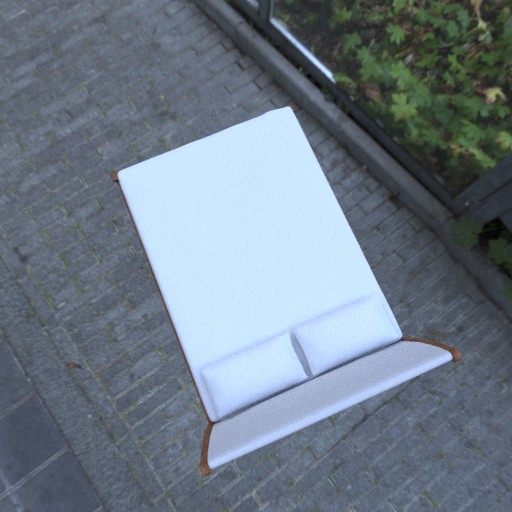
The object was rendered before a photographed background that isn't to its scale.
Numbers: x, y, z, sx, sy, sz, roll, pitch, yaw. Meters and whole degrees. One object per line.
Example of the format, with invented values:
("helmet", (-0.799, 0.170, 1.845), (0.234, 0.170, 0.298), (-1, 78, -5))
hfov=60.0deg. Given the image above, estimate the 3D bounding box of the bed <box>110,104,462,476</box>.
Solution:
("bed", (0.000, 0.000, 3.007), (1.502, 1.135, 2.108), (-22, 78, -5))
